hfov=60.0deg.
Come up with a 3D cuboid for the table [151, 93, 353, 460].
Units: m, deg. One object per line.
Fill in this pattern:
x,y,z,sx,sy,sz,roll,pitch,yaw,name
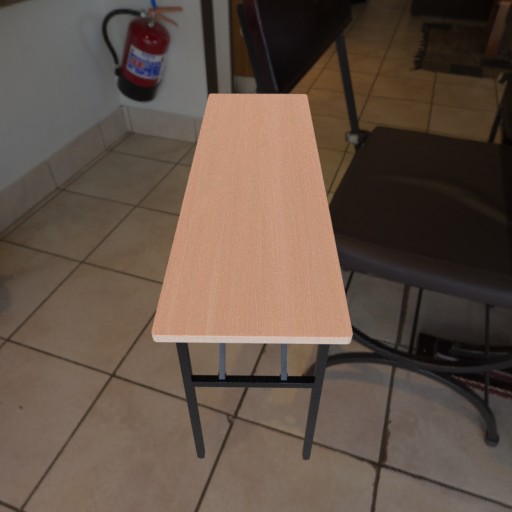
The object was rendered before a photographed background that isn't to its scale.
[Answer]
0.000,0.000,1.748,0.447,0.750,1.397,1,41,1,table
